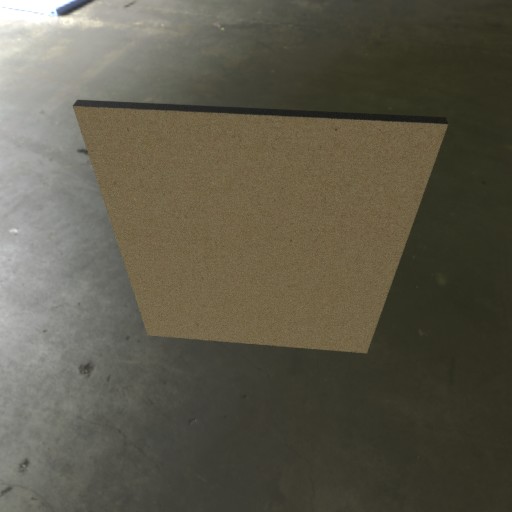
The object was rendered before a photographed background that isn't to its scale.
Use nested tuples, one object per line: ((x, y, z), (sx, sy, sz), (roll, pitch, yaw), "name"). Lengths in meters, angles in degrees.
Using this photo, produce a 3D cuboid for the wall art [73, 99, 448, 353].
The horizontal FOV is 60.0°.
((0.000, 0.000, 1.214), (0.755, 0.863, 0.028), (4, 47, 4), "wall art")
